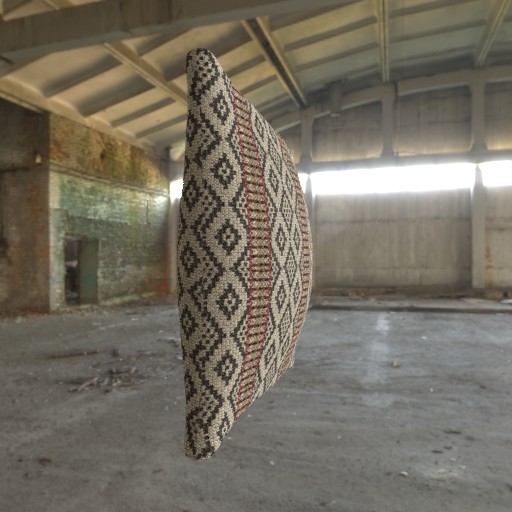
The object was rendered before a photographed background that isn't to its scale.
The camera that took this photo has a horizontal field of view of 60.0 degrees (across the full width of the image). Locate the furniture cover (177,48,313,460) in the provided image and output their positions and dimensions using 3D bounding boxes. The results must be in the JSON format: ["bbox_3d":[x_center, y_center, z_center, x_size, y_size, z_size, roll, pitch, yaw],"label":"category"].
[{"bbox_3d":[0.000,0.000,0.778,0.182,0.506,0.503,0,-1,17],"label":"furniture cover"}]
